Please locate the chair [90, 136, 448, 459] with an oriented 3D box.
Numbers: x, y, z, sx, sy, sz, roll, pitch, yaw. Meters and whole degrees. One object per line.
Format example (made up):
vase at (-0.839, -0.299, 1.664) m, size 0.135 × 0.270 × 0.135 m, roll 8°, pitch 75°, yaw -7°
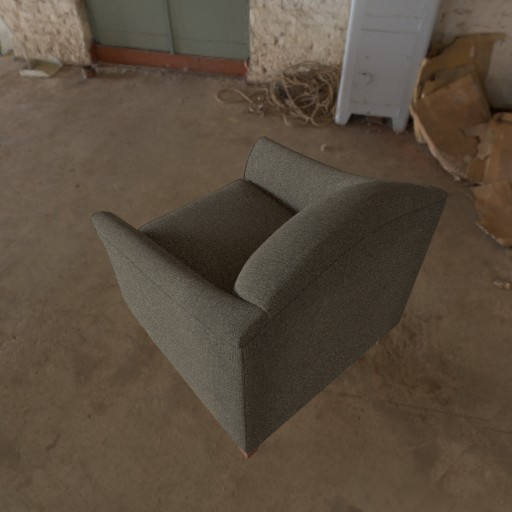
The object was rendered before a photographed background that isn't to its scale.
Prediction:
chair at (0.000, 0.000, 1.469) m, size 0.763 × 0.839 × 0.787 m, roll -32°, pitch 53°, yaw -27°
